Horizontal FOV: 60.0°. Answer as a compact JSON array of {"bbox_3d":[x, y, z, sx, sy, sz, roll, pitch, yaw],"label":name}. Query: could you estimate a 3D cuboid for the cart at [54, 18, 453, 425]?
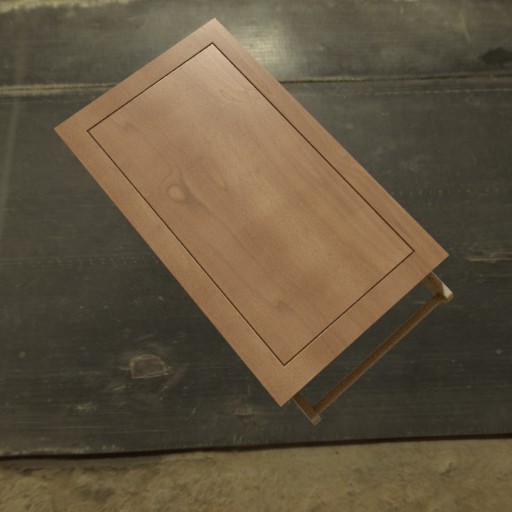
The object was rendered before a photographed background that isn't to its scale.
[{"bbox_3d":[0.000,0.000,1.369,0.459,0.901,0.840,-39,79,-9],"label":"cart"}]
